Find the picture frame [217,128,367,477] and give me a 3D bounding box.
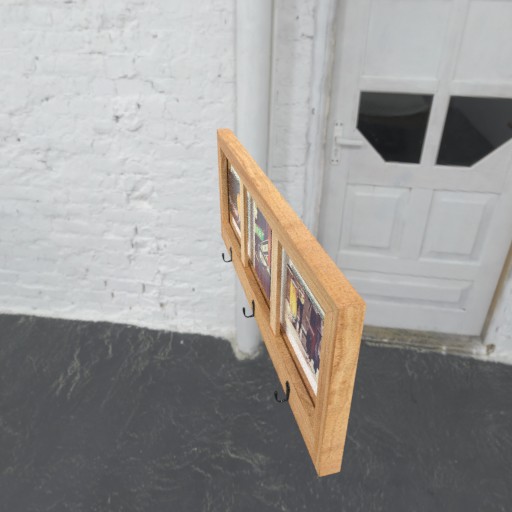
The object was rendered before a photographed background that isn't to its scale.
[{"bbox_3d":[0.000,0.000,0.675,0.045,0.234,0.582,-8,32,-12],"label":"picture frame"}]
